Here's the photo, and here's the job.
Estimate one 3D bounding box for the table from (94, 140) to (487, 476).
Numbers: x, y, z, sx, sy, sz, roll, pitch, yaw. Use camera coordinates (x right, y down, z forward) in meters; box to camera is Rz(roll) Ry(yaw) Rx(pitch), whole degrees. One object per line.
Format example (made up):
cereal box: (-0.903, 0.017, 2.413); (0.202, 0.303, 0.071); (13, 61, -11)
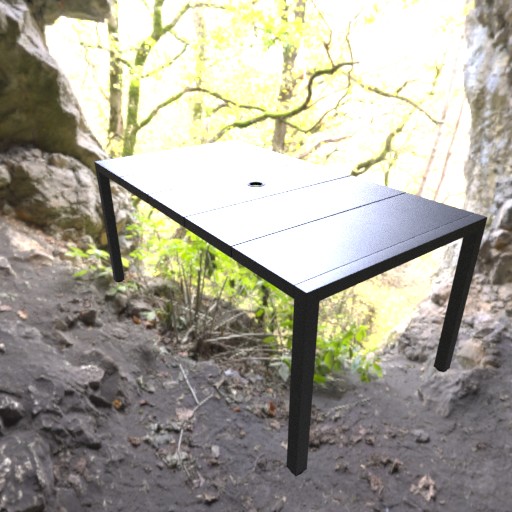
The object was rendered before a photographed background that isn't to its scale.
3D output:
table: (0.000, 0.000, 2.179); (0.914, 0.735, 1.680); (-18, 32, -32)
